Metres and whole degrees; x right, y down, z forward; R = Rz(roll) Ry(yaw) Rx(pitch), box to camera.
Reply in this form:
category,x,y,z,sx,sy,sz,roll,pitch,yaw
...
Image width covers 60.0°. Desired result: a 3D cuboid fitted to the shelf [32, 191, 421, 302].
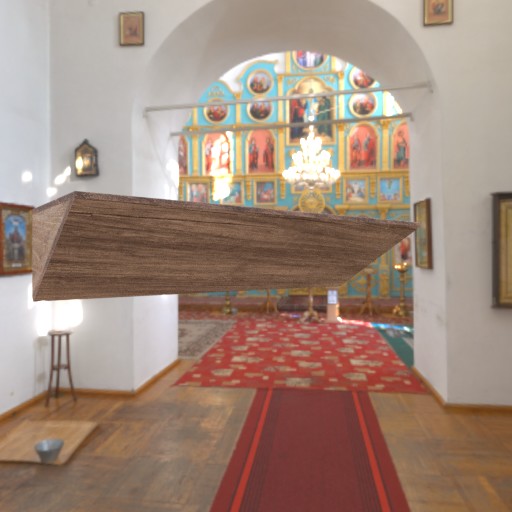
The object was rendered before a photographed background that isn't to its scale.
category,x,y,z,sx,sy,sz,roll,pitch,yaw
shelf,0.000,0.000,0.706,0.610,0.125,0.200,0,-1,-38
